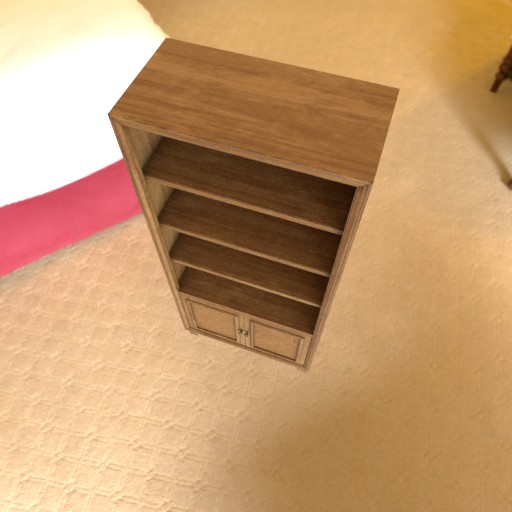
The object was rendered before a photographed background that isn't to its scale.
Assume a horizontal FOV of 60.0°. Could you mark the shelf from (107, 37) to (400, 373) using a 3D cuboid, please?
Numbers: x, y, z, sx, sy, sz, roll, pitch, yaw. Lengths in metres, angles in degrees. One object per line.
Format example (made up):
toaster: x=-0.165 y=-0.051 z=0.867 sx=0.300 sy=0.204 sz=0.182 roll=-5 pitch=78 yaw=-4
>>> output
shelf: x=0.000 y=0.000 z=2.274 sx=0.864 sy=1.930 sz=0.453 roll=17 pitch=60 yaw=10
